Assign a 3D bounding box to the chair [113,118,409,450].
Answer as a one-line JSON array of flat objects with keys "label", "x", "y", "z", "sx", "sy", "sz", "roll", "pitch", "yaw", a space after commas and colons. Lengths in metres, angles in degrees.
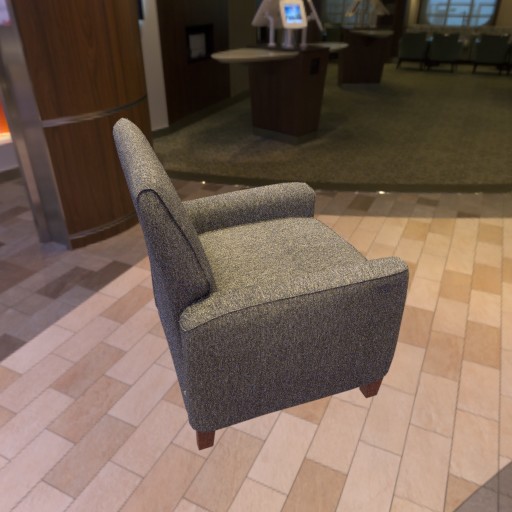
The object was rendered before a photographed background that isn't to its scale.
[{"label": "chair", "x": 0.000, "y": 0.000, "z": 1.679, "sx": 0.864, "sy": 1.014, "sz": 0.848, "roll": -11, "pitch": 32, "yaw": -17}]
